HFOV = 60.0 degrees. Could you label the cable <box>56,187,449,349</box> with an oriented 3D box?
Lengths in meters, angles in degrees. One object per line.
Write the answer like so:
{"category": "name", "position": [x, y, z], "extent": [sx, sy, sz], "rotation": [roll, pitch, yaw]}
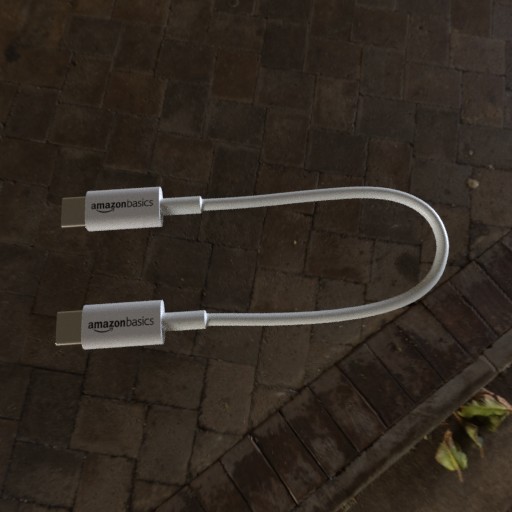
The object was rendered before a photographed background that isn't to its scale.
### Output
{"category": "cable", "position": [0.000, 0.000, 0.112], "extent": [0.098, 0.005, 0.041], "rotation": [-4, 75, -1]}
